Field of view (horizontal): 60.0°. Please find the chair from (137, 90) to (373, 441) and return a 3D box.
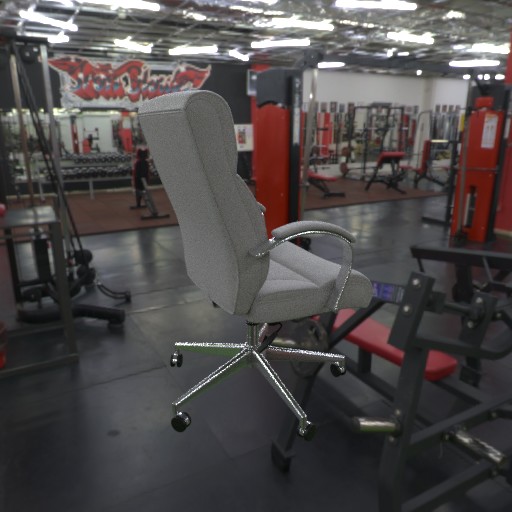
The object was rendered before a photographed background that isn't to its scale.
[{"bbox_3d":[0.000,0.000,1.611,0.745,1.099,0.727,-8,18,-26],"label":"chair"}]
